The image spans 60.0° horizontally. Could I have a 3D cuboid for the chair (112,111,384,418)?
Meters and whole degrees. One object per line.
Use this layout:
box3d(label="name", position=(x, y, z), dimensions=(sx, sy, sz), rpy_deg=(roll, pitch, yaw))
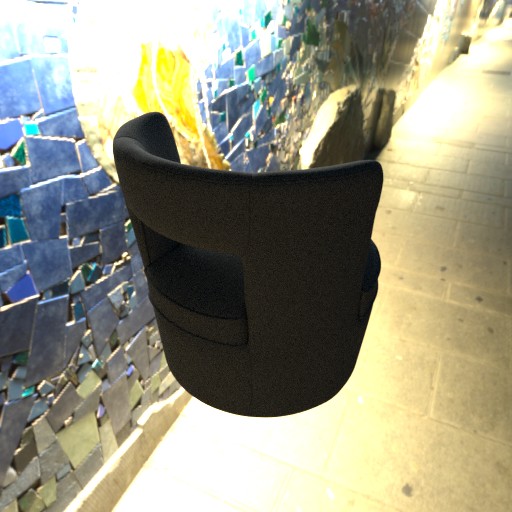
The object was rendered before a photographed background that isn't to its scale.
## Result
box3d(label="chair", position=(0.000, 0.000, 1.247), dimensions=(0.689, 0.719, 0.660), rpy_deg=(23, 38, 33))
